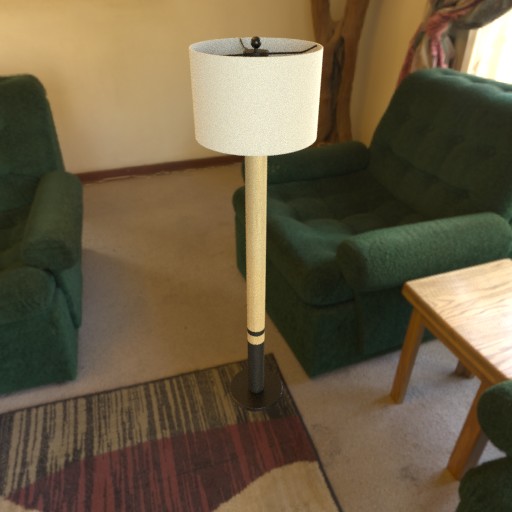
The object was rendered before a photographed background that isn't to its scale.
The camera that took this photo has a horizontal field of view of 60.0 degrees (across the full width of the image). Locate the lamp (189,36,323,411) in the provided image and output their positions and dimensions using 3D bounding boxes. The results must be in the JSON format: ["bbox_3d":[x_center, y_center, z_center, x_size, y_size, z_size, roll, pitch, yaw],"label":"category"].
[{"bbox_3d":[0.000,0.000,1.654,0.381,1.478,0.381,-21,39,-29],"label":"lamp"}]
